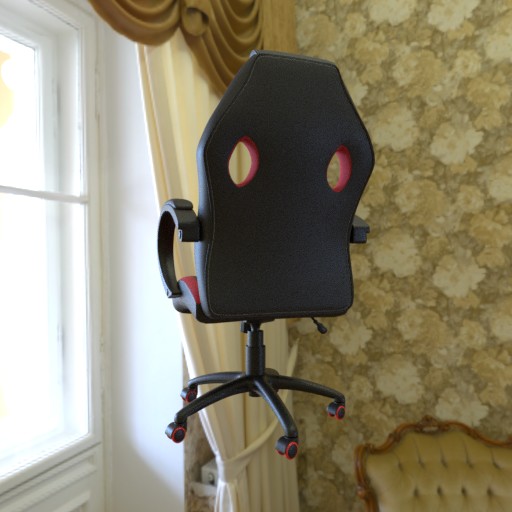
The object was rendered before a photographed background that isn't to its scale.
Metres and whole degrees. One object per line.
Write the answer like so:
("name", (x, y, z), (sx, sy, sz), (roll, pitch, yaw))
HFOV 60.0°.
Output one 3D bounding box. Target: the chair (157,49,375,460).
("chair", (0.000, 0.000, 1.605), (0.673, 1.187, 0.724), (0, 0, -19))
